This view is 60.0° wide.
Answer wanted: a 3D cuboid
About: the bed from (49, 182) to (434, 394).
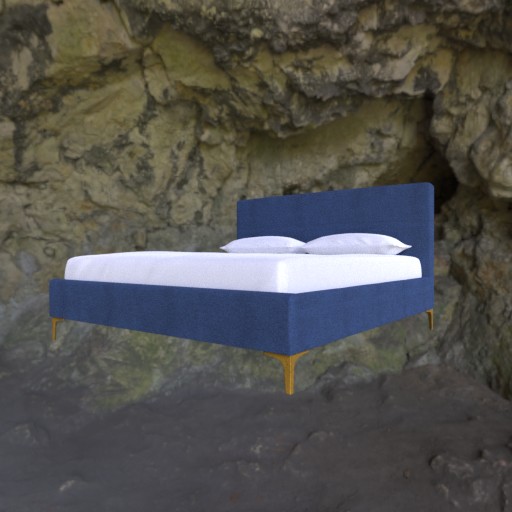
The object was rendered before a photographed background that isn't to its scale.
[{"bbox_3d":[0.000,0.000,3.468,2.096,1.231,2.232,0,0,37],"label":"bed"}]
